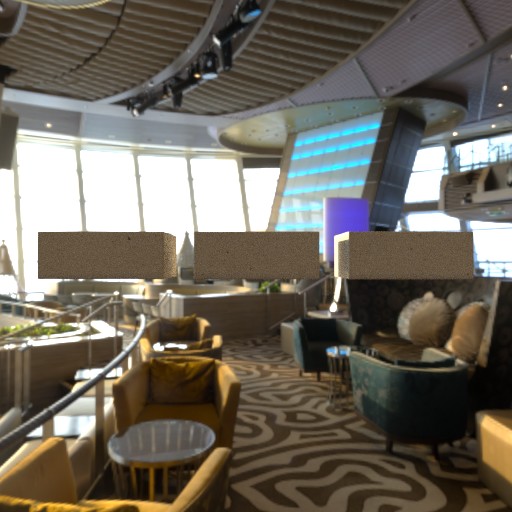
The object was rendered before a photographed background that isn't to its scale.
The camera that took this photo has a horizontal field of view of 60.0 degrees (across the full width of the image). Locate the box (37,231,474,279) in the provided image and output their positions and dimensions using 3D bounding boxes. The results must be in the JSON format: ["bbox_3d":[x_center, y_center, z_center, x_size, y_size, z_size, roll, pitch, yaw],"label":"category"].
[{"bbox_3d":[0.000,0.000,0.508,0.461,0.051,0.082,0,-1,0],"label":"box"}]
